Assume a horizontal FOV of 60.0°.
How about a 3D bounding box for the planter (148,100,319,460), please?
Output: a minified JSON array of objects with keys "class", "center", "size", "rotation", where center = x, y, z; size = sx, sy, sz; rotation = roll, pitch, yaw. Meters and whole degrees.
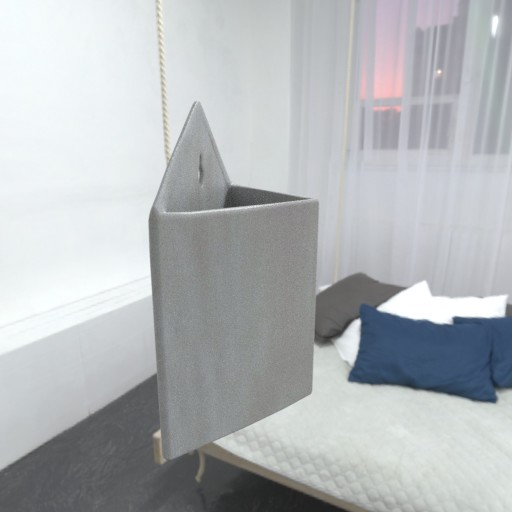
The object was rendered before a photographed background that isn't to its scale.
[{"class":"planter","center":[0.000,0.000,0.290],"size":[0.080,0.194,0.163],"rotation":[3,15,9]}]
